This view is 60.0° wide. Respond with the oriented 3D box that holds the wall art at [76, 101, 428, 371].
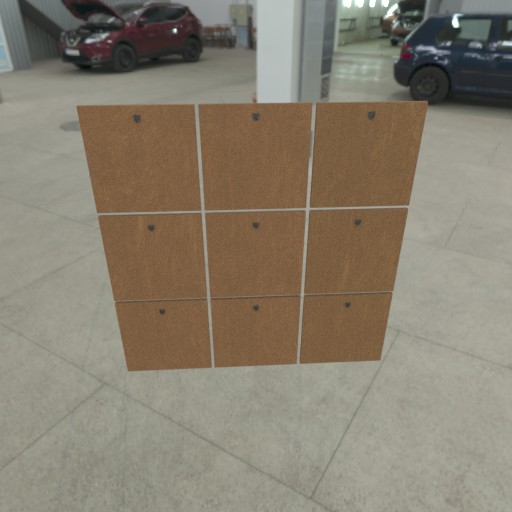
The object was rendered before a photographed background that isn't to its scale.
[{"bbox_3d":[0.000,0.000,1.379,0.915,0.913,0.018,-2,30,-3],"label":"wall art"}]
